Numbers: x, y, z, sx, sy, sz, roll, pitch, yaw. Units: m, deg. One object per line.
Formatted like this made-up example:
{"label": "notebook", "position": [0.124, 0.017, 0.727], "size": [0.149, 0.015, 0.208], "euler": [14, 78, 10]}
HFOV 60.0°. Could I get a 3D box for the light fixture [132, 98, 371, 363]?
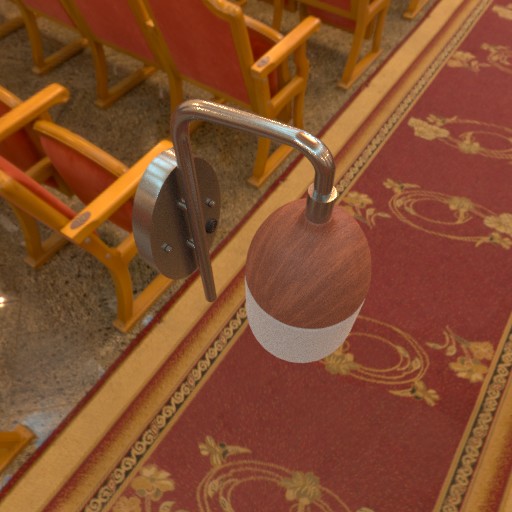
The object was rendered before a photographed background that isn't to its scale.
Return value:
{"label": "light fixture", "position": [0.000, 0.000, 0.422], "size": [0.216, 0.343, 0.108], "euler": [31, 63, 18]}
